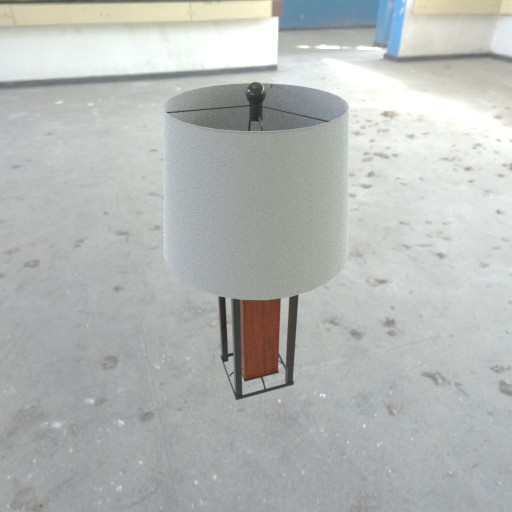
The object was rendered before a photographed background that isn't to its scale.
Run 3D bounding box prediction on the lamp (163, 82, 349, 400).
[{"bbox_3d":[0.000,0.000,0.792,0.320,0.591,0.320,0,33,0],"label":"lamp"}]
